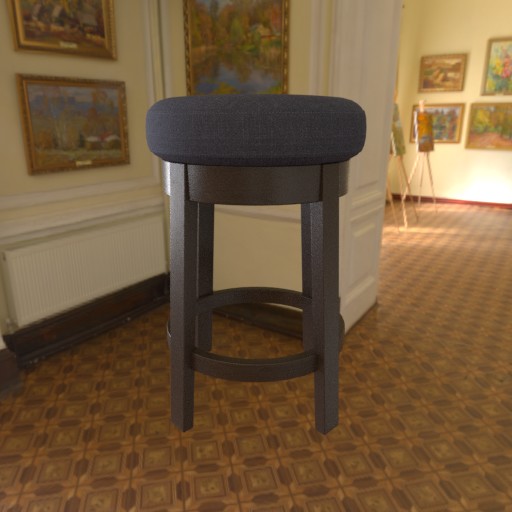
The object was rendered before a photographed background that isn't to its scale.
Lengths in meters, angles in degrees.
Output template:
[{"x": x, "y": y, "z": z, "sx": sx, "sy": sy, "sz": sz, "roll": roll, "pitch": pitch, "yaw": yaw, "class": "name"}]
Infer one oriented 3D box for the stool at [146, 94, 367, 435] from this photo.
[{"x": 0.000, "y": 0.000, "z": 0.965, "sx": 0.449, "sy": 0.655, "sz": 0.449, "roll": 0, "pitch": 17, "yaw": 0, "class": "stool"}]
